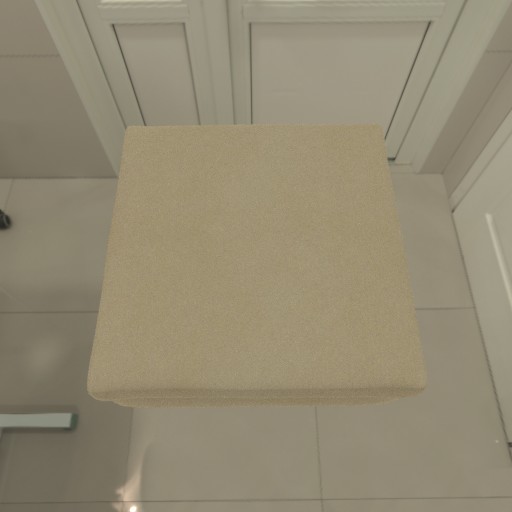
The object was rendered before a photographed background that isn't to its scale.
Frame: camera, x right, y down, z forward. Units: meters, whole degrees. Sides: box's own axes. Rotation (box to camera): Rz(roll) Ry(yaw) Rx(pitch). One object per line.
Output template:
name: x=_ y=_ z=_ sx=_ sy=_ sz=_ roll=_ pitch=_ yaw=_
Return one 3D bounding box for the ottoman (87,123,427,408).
ottoman: x=0.000 y=0.000 z=1.902 sx=1.190 sy=0.522 sz=1.205 roll=-1 pitch=64 yaw=0
